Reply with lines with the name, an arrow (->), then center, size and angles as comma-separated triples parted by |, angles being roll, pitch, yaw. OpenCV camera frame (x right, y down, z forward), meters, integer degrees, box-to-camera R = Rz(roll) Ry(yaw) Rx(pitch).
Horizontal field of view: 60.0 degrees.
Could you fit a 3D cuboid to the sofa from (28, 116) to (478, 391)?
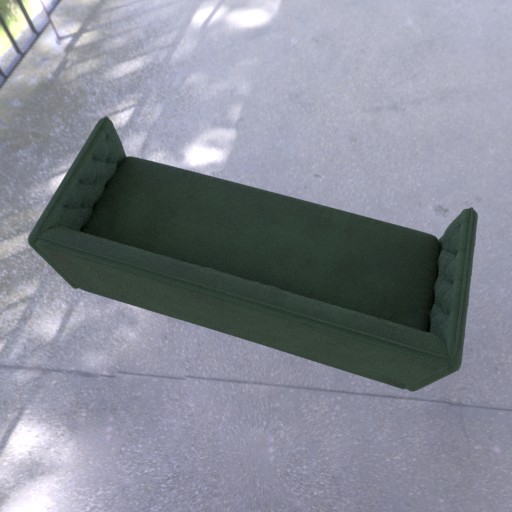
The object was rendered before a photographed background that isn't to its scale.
sofa -> 0.000, 0.000, 2.599 | 2.209, 0.771, 0.895 | 16, 65, 7
